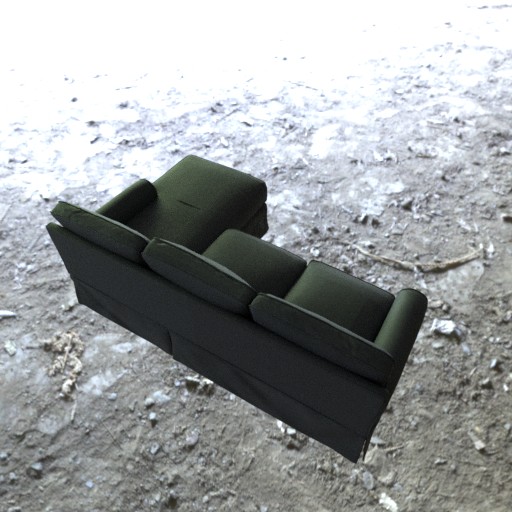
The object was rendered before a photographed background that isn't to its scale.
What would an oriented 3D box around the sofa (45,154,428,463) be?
[{"bbox_3d":[0.000,0.000,3.338,2.518,1.039,1.637,24,51,21],"label":"sofa"}]
